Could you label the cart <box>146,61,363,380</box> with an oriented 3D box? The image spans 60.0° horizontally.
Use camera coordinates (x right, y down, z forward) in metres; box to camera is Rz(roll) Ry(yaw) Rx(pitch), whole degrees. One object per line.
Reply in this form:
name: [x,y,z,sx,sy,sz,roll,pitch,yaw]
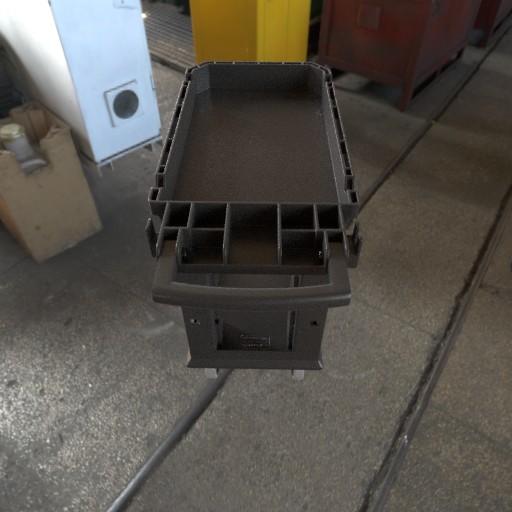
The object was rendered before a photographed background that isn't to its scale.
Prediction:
cart: [0.000,0.000,1.520,0.497,0.884,1.061,1,46,1]
